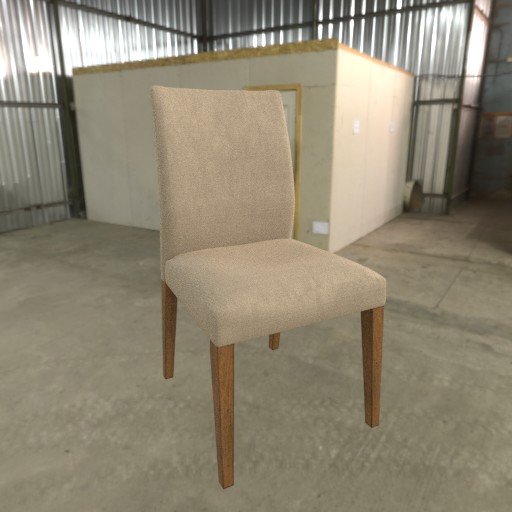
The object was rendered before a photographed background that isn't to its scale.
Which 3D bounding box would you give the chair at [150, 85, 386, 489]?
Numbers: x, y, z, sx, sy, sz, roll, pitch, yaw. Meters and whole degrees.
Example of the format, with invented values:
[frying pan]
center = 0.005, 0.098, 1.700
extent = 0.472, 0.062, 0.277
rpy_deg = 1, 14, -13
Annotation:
[chair]
center = 0.000, 0.000, 1.283
extent = 0.496, 0.940, 0.585
rpy_deg = -9, 19, -27
